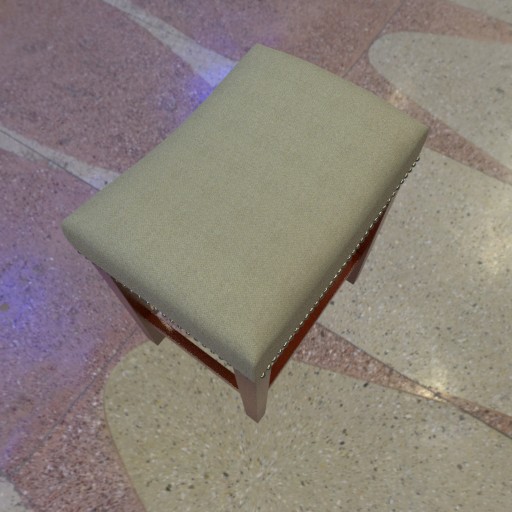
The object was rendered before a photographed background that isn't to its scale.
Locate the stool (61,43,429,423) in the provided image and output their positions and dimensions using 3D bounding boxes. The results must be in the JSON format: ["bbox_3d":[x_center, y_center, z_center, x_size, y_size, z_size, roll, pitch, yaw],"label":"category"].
[{"bbox_3d":[0.000,0.000,0.951,0.375,0.632,0.509,33,68,16],"label":"stool"}]
